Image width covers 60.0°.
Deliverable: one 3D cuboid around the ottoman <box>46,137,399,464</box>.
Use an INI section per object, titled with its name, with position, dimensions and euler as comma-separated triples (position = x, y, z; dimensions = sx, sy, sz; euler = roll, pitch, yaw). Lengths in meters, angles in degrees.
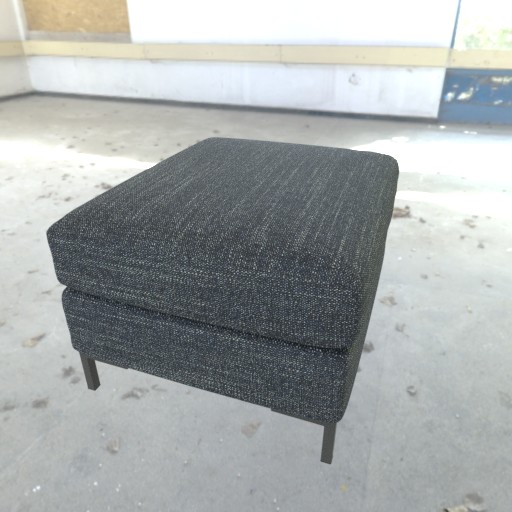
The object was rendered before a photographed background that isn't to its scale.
[ottoman]
position = 0.000, 0.000, 1.220
dimensions = 0.667, 0.491, 0.814
euler = 10, 30, 18
